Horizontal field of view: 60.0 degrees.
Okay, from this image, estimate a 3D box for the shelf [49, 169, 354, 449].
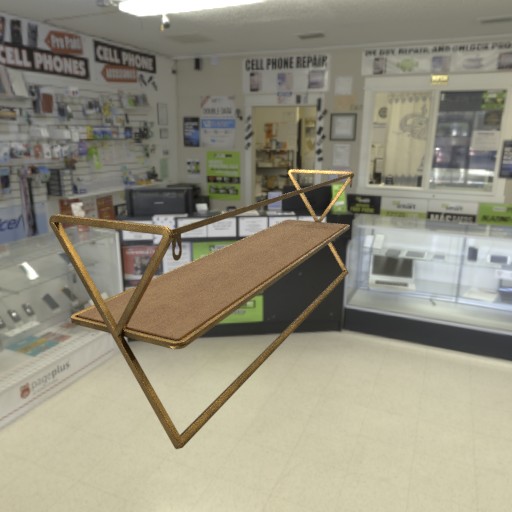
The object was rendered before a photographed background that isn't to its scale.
[{"bbox_3d":[0.000,0.000,0.724,0.150,0.229,0.645,8,17,25],"label":"shelf"}]
